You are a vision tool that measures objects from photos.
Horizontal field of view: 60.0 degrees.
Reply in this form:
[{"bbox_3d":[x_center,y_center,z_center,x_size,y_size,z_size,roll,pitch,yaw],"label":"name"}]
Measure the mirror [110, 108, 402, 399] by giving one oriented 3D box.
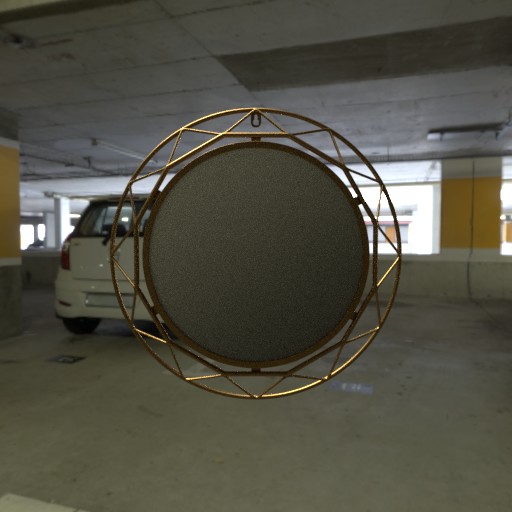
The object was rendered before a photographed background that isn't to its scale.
[{"bbox_3d":[0.000,0.000,0.671,0.454,0.454,0.043,0,2,0],"label":"mirror"}]
